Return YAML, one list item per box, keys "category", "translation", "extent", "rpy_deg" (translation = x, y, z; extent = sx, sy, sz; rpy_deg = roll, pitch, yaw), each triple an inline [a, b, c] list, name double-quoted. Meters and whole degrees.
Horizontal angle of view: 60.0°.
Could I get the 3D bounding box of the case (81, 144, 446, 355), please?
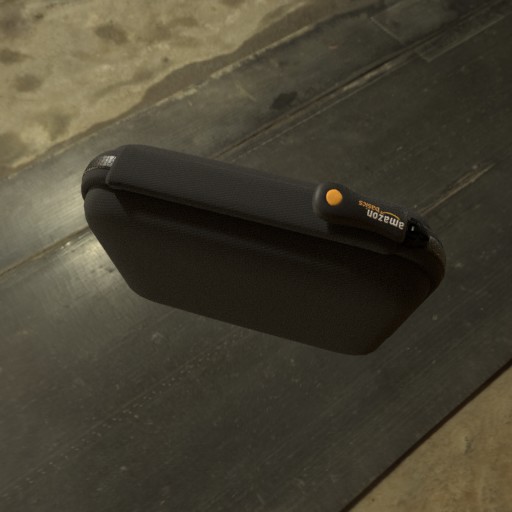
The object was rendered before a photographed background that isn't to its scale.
- category: "case"
  translation: [0.000, 0.000, 0.178]
  extent: [0.132, 0.105, 0.038]
  rpy_deg: [14, 65, 7]
